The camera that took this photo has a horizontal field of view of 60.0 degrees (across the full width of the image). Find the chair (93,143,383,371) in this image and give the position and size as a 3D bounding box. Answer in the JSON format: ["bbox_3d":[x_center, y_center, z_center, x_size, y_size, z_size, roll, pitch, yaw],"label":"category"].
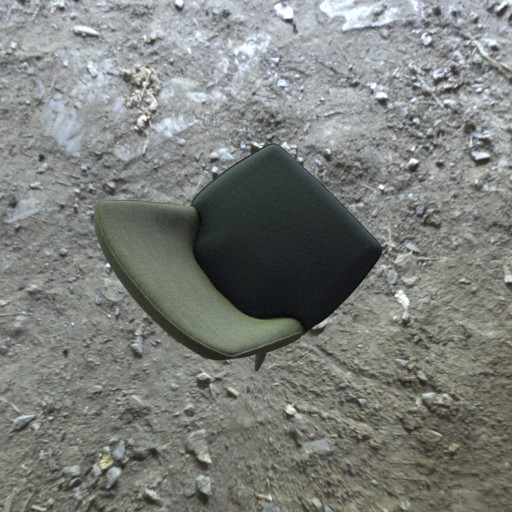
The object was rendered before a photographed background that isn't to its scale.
[{"bbox_3d":[0.000,0.000,1.174,0.550,0.855,0.488,-41,79,-10],"label":"chair"}]
